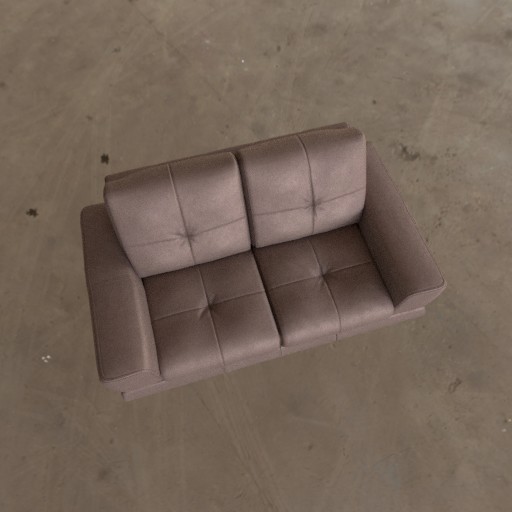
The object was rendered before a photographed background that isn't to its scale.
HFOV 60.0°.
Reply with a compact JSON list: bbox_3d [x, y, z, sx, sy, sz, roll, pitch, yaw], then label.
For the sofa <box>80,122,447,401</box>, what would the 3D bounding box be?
[{"bbox_3d":[0.000,0.000,2.431,1.806,0.907,1.018,-15,64,-7],"label":"sofa"}]
